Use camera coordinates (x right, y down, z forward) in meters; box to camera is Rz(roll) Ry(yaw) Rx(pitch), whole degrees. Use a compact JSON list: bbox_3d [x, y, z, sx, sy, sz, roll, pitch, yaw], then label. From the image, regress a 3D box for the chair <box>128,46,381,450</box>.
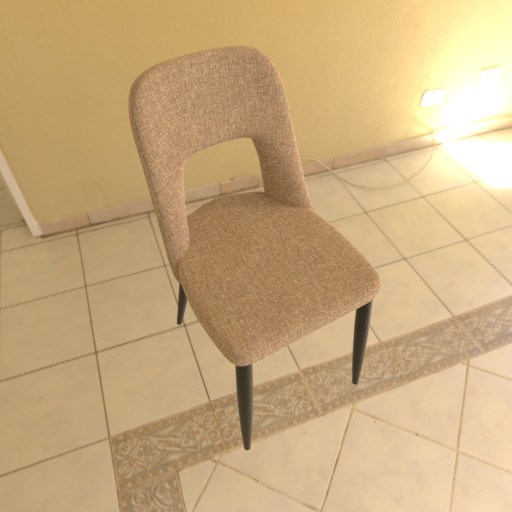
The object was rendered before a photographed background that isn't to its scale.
[{"bbox_3d":[0.000,0.000,1.248,0.470,0.931,0.612,-23,51,-21],"label":"chair"}]
